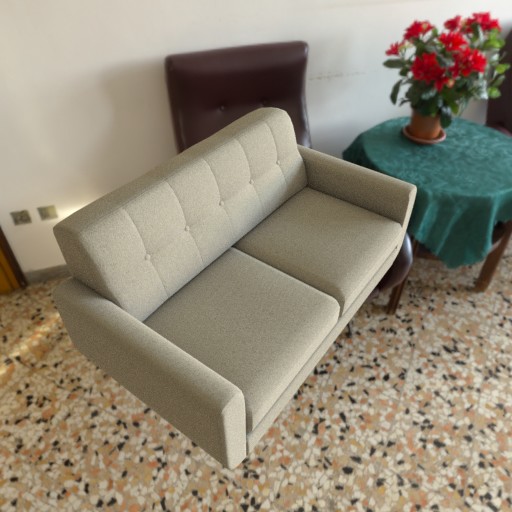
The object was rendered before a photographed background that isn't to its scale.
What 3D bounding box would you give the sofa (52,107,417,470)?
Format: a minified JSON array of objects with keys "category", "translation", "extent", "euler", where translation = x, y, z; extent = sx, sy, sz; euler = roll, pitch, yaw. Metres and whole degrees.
[{"category":"sofa","translation":[0.000,0.000,2.207],"extent":[0.980,0.892,1.655],"euler":[26,48,26]}]
